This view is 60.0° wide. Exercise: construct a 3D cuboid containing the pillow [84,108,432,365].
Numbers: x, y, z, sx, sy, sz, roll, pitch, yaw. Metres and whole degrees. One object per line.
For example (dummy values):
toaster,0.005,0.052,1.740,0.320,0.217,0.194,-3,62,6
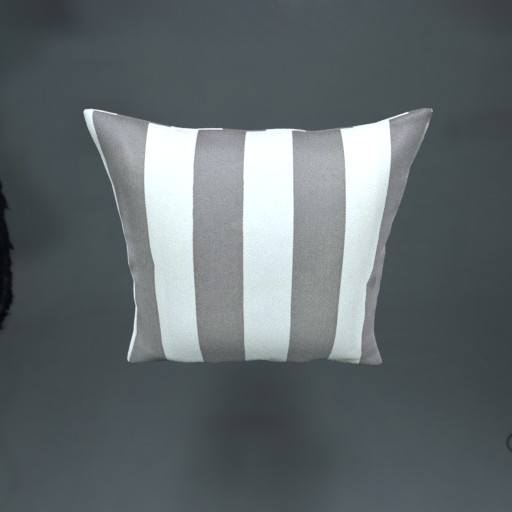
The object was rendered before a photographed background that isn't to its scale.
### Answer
pillow,0.000,0.000,0.784,0.522,0.507,0.192,0,30,0
